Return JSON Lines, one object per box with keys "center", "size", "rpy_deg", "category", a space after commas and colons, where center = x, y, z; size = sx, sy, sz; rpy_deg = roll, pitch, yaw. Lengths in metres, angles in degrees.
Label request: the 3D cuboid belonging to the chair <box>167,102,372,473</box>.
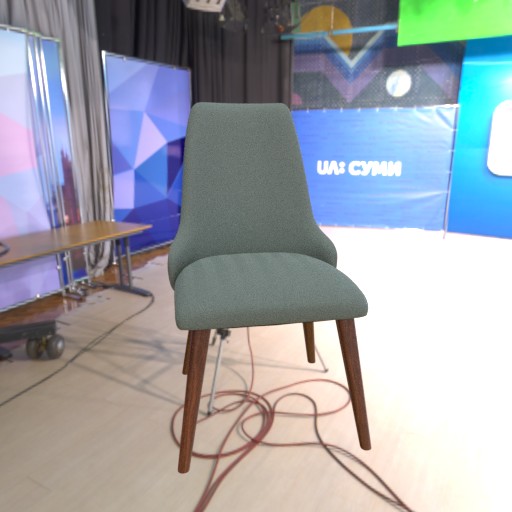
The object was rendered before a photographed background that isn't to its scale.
{"center": [0.000, 0.000, 1.360], "size": [0.535, 0.918, 0.707], "rpy_deg": [-3, 17, -8], "category": "chair"}
